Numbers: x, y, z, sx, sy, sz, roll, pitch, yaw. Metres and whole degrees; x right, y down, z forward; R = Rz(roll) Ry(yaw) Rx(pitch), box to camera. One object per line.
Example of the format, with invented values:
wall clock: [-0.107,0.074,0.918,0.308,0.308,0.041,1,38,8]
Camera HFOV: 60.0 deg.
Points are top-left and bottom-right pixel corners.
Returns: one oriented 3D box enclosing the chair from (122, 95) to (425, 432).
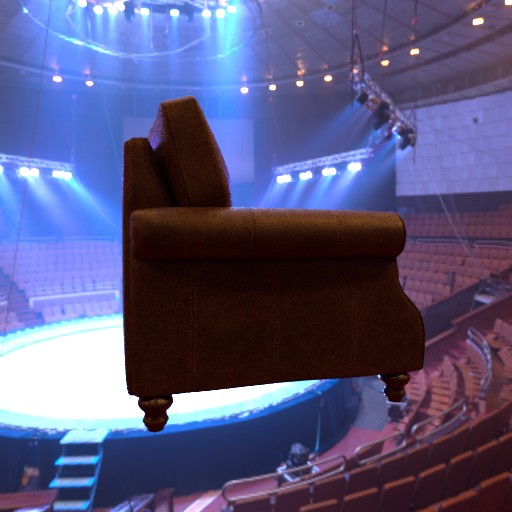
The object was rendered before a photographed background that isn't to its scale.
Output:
chair: [0.000,0.000,1.731,1.002,0.976,0.996,-1,2,-17]
